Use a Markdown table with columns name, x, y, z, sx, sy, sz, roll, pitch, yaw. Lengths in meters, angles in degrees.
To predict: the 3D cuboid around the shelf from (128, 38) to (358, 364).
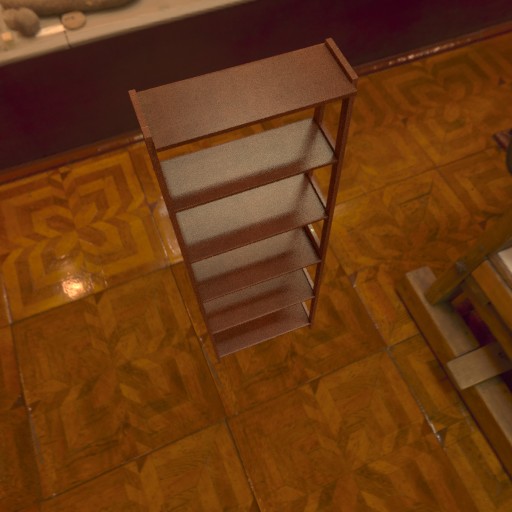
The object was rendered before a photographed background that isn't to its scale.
| name | x | y | z | sx | sy | sz | roll | pitch | yaw |
| --- | --- | --- | --- | --- | --- | --- | --- | --- | --- |
| shelf | 0.000 | 0.000 | 2.113 | 0.660 | 1.892 | 0.382 | -19 | 65 | -9 |
